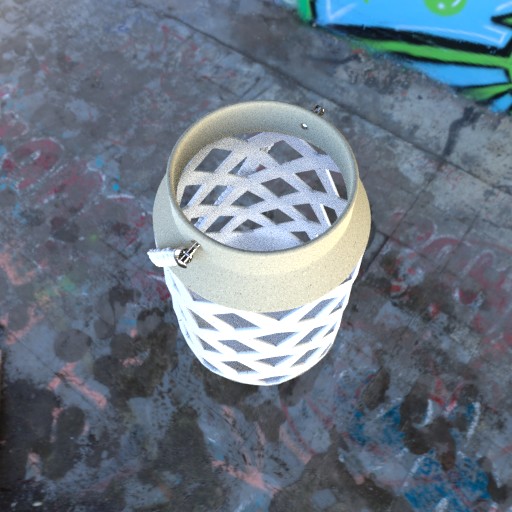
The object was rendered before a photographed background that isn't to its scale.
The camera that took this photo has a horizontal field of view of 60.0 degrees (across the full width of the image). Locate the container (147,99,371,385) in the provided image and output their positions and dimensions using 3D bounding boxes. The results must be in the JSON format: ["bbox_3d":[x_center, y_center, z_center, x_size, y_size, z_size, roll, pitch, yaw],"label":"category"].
[{"bbox_3d":[0.000,0.000,0.407,0.198,0.264,0.188,34,68,15],"label":"container"}]
